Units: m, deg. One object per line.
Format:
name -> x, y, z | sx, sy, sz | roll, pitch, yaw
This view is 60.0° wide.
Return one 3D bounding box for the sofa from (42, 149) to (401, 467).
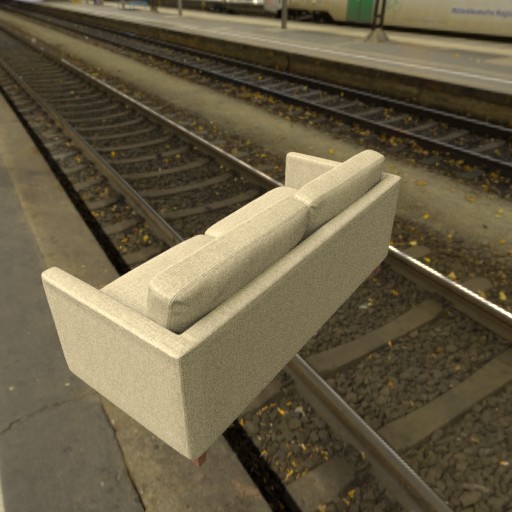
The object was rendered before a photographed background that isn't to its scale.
sofa -> 0.000, 0.000, 2.722 | 0.956, 0.960, 2.208 | 21, 38, 30
